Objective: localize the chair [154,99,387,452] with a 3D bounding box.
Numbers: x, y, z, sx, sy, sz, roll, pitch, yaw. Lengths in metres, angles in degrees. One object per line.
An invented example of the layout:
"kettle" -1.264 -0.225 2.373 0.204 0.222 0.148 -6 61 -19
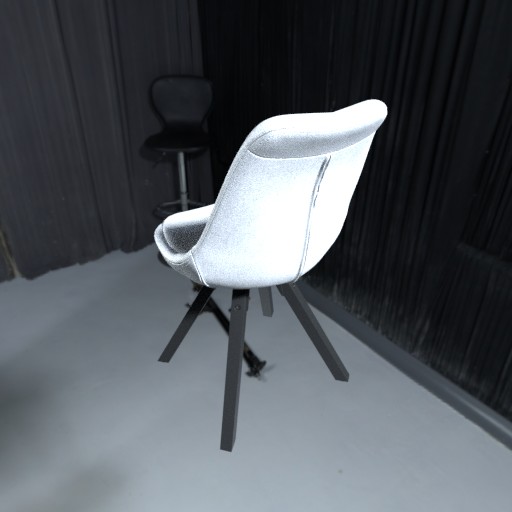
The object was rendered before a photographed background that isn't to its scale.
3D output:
"chair" 0.000 0.000 1.182 0.485 0.850 0.550 -20 36 -30
